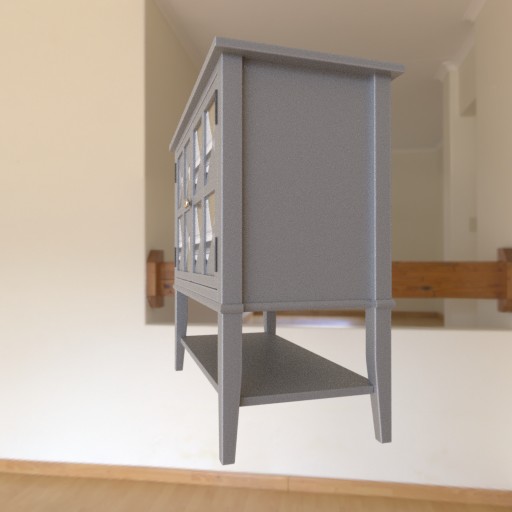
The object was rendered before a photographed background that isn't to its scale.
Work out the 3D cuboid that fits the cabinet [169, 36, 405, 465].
[{"bbox_3d":[0.000,0.000,1.230,0.396,0.780,0.801,0,-1,-17],"label":"cabinet"}]
